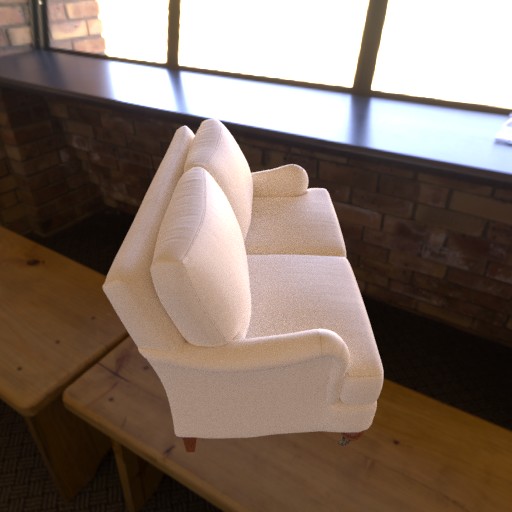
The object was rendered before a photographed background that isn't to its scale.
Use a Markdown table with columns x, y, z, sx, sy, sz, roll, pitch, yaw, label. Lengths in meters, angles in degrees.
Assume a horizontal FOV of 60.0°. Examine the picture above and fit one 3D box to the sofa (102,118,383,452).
| x | y | z | sx | sy | sz | roll | pitch | yaw | label |
| --- | --- | --- | --- | --- | --- | --- | --- | --- | --- |
| 0.000 | 0.000 | 2.528 | 1.084 | 1.101 | 1.853 | 0 | 33 | 0 | sofa |
